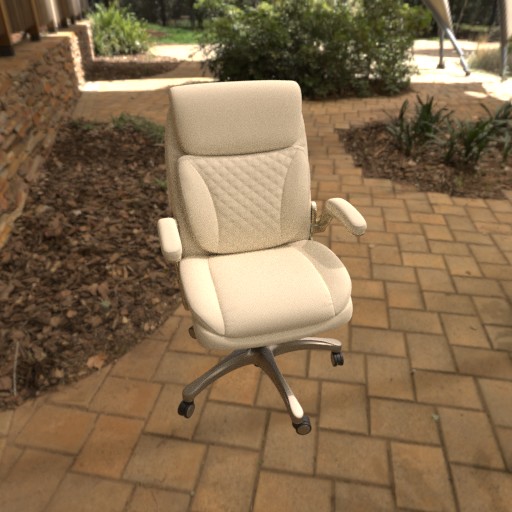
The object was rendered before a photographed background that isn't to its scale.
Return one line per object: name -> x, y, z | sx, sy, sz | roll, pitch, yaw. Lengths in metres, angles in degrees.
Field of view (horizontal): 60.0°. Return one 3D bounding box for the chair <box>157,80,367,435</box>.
chair -> 0.000, 0.000, 1.645 | 0.740, 1.110, 0.794 | -10, 32, -16
